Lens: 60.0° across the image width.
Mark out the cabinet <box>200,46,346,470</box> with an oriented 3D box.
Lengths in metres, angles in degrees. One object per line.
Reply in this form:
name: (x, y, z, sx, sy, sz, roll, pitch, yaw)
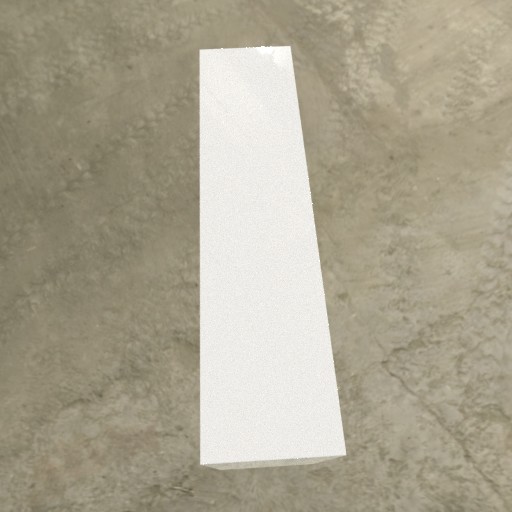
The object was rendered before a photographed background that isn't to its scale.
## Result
cabinet: (0.000, 0.000, 1.936, 0.400, 0.800, 1.650, -3, 63, -1)
